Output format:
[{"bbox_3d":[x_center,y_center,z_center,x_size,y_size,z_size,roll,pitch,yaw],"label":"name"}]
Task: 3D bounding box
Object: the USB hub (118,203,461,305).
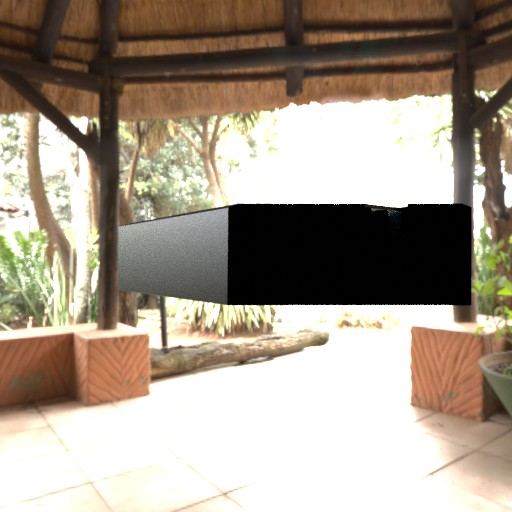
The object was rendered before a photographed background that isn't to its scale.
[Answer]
[{"bbox_3d":[0.000,0.000,0.128,0.044,0.023,0.110,1,-1,-37],"label":"USB hub"}]
